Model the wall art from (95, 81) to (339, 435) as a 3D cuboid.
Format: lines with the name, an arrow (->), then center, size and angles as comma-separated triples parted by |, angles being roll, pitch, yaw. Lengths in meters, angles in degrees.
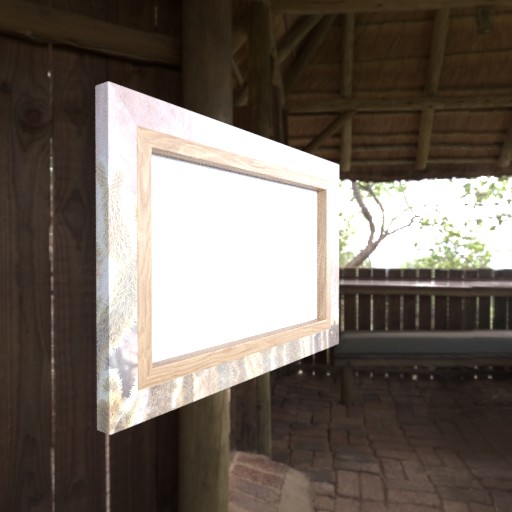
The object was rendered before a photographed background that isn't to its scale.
wall art -> 0.000, 0.000, 1.143 | 0.040, 0.608, 0.916 | 1, 1, 36
